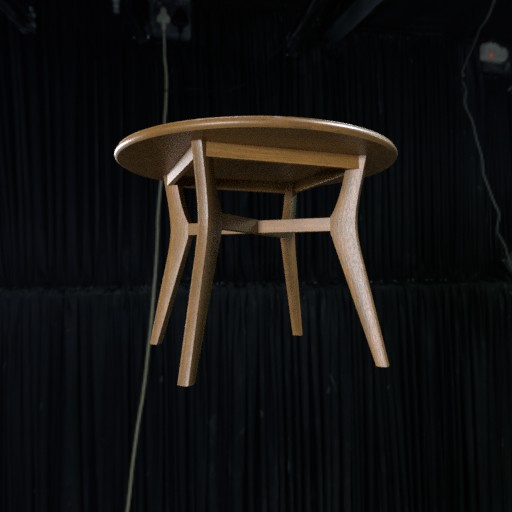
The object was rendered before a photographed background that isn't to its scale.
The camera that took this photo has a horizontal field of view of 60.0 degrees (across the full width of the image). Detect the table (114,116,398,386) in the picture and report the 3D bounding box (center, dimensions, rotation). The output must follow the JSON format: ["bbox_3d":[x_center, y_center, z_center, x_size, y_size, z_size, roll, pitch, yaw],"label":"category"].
[{"bbox_3d":[0.000,0.000,1.730,1.055,0.757,1.055,0,-1,0],"label":"table"}]
